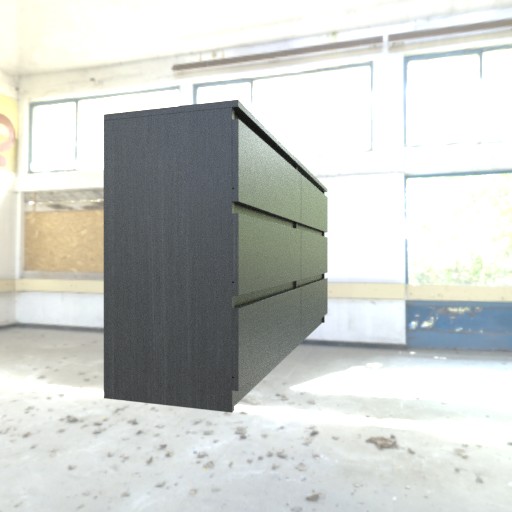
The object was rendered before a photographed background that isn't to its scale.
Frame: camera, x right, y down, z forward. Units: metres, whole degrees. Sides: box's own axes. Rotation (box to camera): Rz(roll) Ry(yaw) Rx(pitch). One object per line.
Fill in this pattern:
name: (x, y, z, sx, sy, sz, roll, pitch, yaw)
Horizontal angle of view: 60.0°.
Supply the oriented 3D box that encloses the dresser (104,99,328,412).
dresser: (0.000, 0.000, 1.940, 0.400, 0.795, 1.590, 0, 0, 17)
